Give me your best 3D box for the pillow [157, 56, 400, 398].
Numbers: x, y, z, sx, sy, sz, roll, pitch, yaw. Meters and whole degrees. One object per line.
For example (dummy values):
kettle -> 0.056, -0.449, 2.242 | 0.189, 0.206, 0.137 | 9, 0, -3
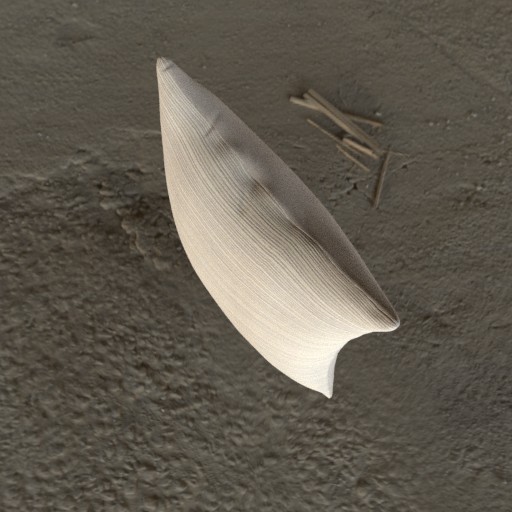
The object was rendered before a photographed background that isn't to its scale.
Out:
pillow -> 0.000, 0.000, 0.785 | 0.204, 0.497, 0.512 | -33, 68, -15
